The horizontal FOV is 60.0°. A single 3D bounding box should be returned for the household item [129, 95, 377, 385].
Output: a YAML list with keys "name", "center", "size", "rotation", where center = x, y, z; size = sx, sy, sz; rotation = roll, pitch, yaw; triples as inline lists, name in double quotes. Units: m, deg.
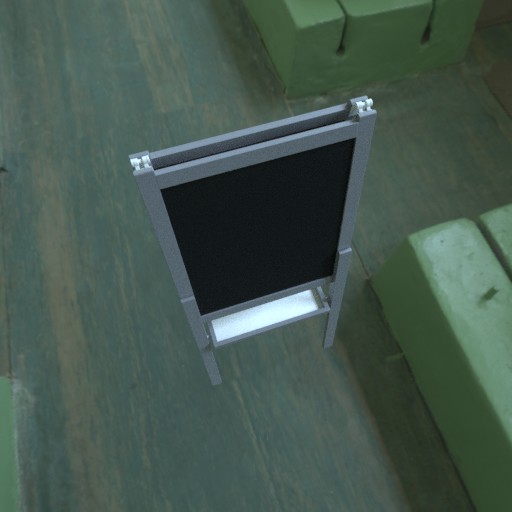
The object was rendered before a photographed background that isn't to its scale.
- name: "household item"
  center: [0.000, 0.000, 1.444]
  size: [0.531, 1.172, 0.469]
  rotation: [-17, 64, -8]
